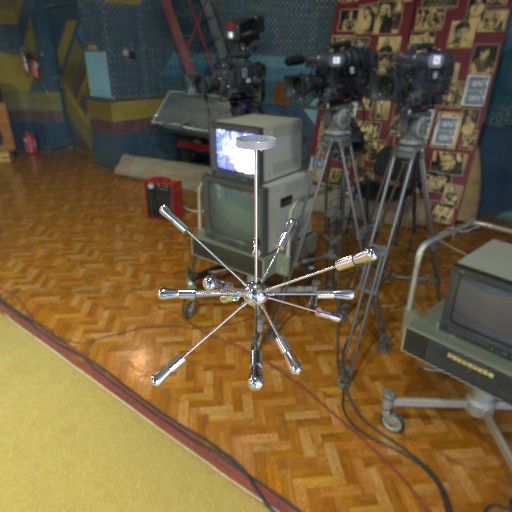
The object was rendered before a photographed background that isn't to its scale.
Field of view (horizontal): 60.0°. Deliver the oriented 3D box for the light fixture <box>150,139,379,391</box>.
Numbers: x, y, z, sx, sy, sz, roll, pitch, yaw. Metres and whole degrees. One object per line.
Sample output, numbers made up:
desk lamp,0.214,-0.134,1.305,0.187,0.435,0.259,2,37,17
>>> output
light fixture,0.000,0.000,1.072,0.509,0.558,0.684,0,25,0
